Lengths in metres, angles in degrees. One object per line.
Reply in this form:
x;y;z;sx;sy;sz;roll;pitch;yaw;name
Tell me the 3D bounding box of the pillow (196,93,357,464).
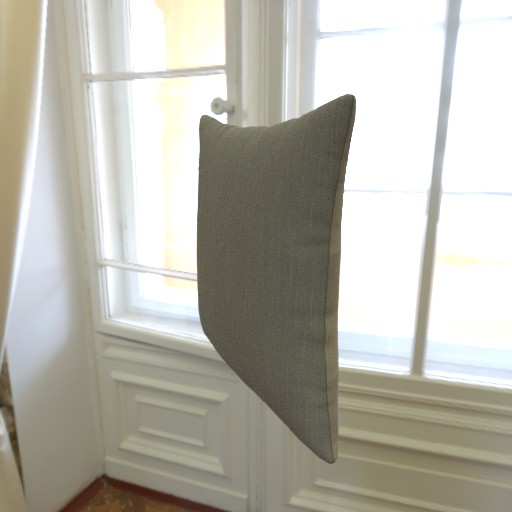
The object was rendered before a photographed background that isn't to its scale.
0.000;0.000;0.797;0.161;0.509;0.511;-7;16;-25;pillow
